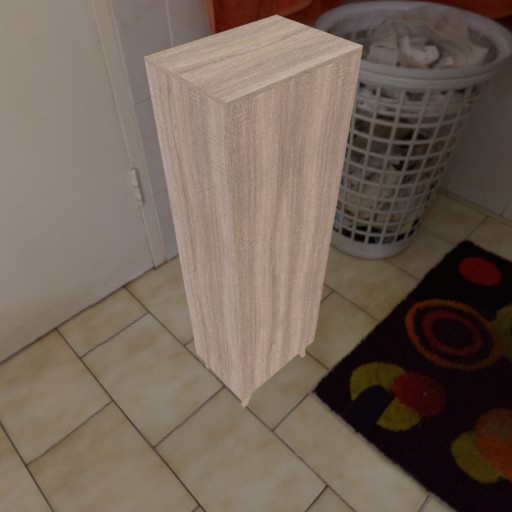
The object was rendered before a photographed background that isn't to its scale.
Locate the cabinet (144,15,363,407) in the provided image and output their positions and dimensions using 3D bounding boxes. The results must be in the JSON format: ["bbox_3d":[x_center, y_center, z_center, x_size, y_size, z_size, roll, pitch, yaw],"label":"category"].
[{"bbox_3d":[0.000,0.000,2.059,0.570,1.850,0.400,-33,54,-28],"label":"cabinet"}]
